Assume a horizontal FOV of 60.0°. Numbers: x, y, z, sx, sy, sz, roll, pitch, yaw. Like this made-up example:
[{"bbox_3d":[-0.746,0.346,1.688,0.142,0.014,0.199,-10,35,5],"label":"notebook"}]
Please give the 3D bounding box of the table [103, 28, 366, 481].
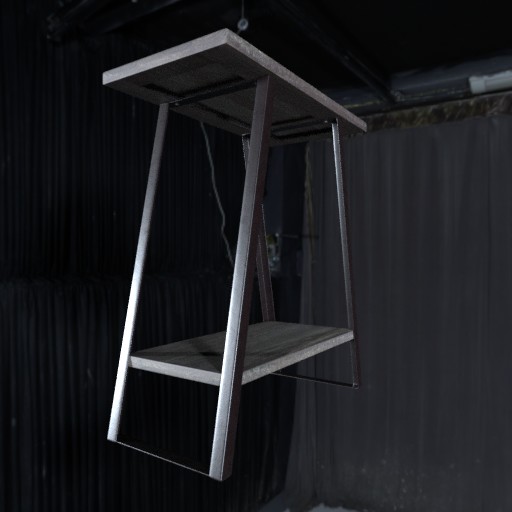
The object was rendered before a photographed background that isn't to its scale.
[{"bbox_3d":[0.000,0.000,1.010,0.300,0.701,0.599,0,0,34],"label":"table"}]
